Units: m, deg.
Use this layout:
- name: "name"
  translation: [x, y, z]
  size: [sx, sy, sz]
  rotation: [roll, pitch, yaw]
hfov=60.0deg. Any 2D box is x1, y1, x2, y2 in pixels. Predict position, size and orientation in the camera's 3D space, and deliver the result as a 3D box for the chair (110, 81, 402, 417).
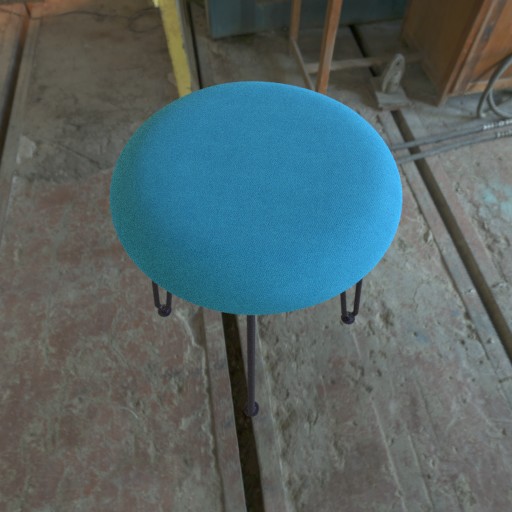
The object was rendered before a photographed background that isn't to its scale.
- name: "chair"
  translation: [0.000, 0.000, 0.685]
  size: [0.350, 0.430, 0.350]
  rotation: [31, 63, 18]
